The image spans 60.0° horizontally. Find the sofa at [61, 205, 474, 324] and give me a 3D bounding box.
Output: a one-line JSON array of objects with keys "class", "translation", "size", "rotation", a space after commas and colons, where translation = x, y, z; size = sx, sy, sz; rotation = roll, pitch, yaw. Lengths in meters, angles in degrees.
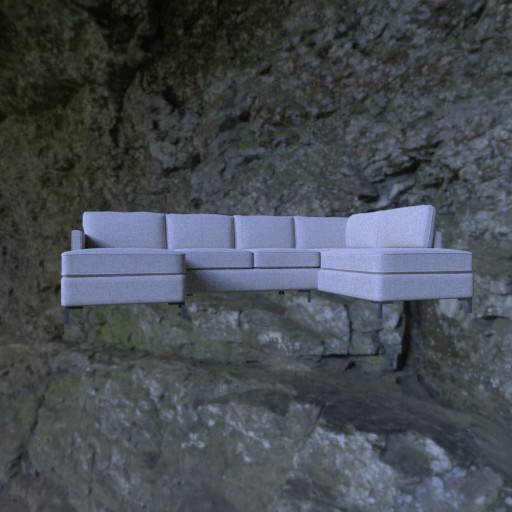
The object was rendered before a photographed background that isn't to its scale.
[{"class": "sofa", "translation": [0.000, 0.000, 4.325], "size": [3.423, 0.996, 2.021], "rotation": [0, 1, -19]}]
